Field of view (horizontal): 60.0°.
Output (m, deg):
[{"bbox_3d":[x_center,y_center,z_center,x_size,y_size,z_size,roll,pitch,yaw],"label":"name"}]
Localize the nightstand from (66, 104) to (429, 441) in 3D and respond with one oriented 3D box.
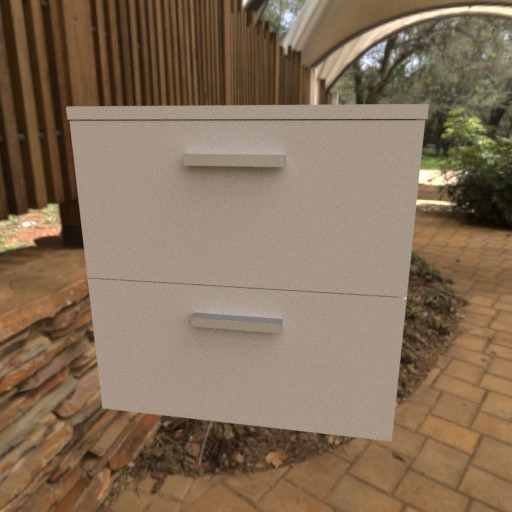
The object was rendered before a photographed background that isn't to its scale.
[{"bbox_3d":[0.000,0.000,0.732,0.441,0.460,0.325,3,17,10],"label":"nightstand"}]
